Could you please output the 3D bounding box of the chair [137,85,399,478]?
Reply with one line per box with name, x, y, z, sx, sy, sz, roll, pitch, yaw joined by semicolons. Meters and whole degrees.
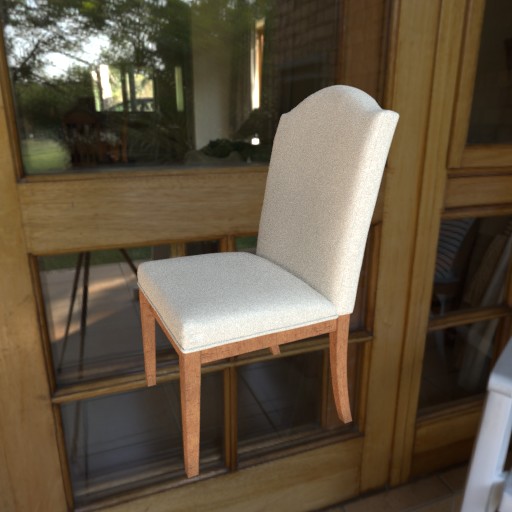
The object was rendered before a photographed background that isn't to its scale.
chair;0.000;0.000;1.381;0.648;1.012;0.534;-8;19;-25
